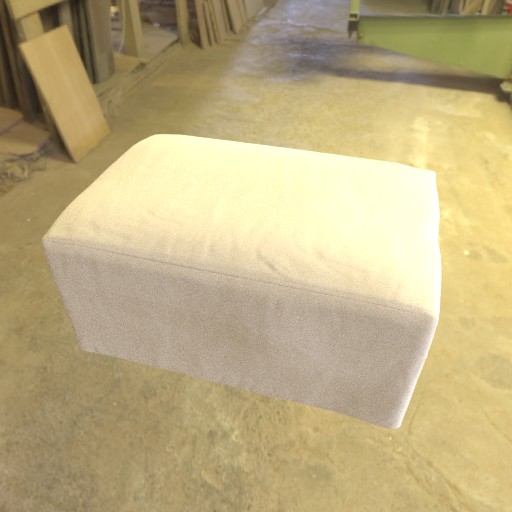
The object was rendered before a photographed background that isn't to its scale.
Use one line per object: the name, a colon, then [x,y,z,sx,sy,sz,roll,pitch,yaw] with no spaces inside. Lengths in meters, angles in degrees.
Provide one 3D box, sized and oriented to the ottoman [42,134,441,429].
ottoman: [0.000,0.000,1.186,0.872,0.444,0.590,11,42,12]
